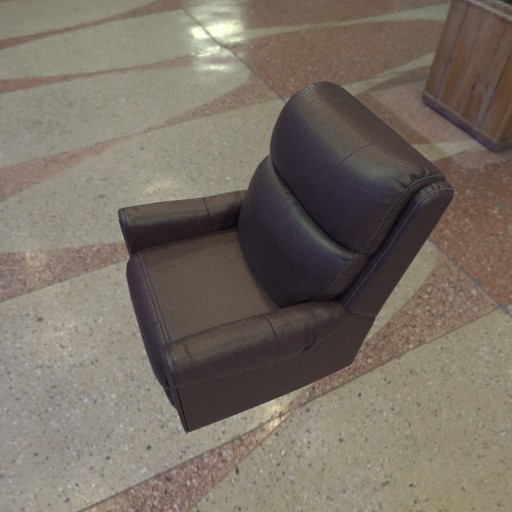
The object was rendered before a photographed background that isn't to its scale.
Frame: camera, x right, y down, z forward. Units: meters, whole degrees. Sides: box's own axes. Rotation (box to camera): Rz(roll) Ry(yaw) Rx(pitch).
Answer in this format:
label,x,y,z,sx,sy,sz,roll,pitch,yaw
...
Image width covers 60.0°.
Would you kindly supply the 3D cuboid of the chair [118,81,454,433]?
label,x,y,z,sx,sy,sz,roll,pitch,yaw
chair,0.000,0.000,1.752,1.014,1.054,0.838,-17,49,-15
